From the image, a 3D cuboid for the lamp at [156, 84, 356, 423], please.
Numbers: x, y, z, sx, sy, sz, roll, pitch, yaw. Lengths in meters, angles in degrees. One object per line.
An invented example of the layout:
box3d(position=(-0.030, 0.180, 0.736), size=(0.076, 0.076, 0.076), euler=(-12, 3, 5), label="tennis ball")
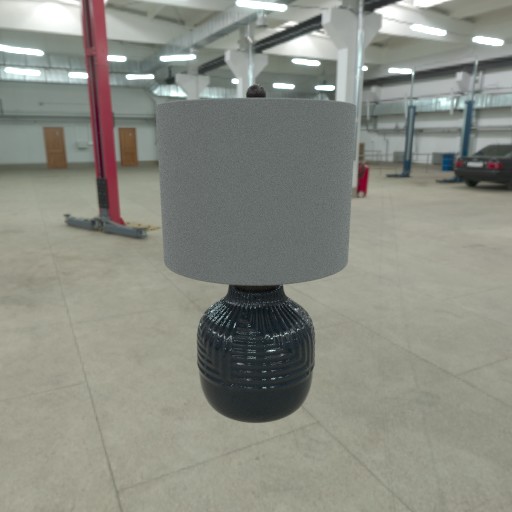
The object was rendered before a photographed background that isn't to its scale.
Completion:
box3d(position=(0.000, 0.000, 0.780), size=(0.318, 0.567, 0.318), euler=(0, 15, 0), label="lamp")
